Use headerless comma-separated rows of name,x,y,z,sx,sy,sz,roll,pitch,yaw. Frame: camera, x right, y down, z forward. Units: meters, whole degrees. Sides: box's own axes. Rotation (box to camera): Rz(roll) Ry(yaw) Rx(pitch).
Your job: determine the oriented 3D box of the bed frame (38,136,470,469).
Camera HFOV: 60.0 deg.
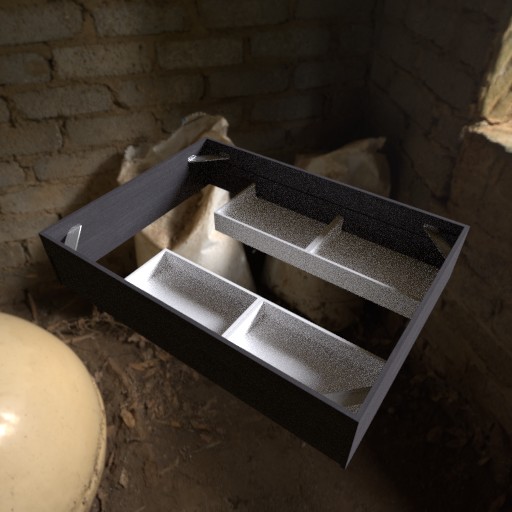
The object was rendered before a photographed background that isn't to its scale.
bed frame,0.000,0.000,2.615,1.944,0.459,1.448,25,47,26
